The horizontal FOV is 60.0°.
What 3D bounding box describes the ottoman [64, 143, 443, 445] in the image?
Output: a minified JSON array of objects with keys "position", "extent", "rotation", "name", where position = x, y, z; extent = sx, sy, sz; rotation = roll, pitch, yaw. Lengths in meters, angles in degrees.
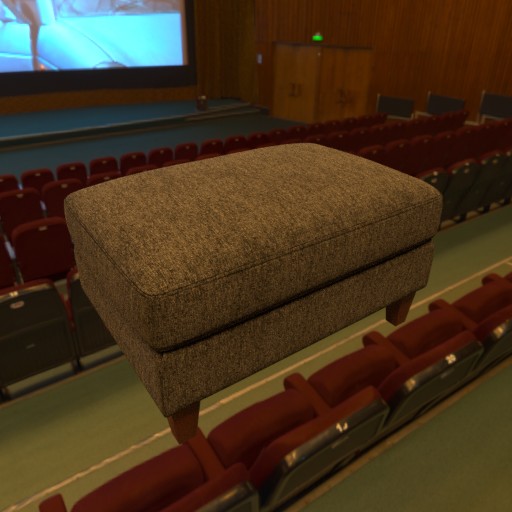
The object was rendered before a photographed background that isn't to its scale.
[{"position":[0.000,0.000,1.242],"extent":[0.864,0.483,0.584],"rotation":[-19,35,-30],"name":"ottoman"}]
